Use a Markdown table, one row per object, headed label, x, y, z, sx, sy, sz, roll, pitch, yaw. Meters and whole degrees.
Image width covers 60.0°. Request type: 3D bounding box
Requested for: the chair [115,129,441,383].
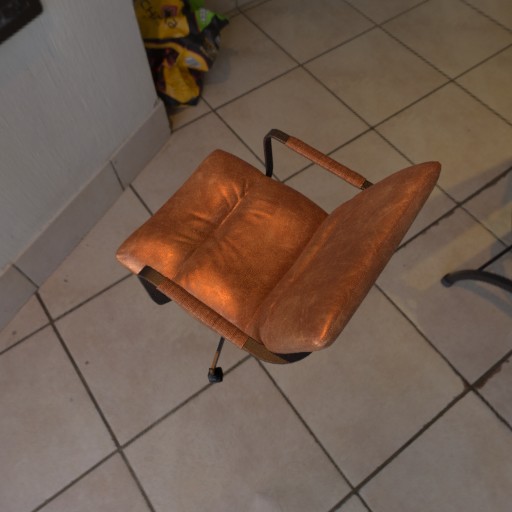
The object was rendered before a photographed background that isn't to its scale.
| label | x | y | z | sx | sy | sz | roll | pitch | yaw |
| --- | --- | --- | --- | --- | --- | --- | --- | --- | --- |
| chair | 0.000 | 0.000 | 1.465 | 0.754 | 0.922 | 0.727 | 32 | 66 | 16 |
